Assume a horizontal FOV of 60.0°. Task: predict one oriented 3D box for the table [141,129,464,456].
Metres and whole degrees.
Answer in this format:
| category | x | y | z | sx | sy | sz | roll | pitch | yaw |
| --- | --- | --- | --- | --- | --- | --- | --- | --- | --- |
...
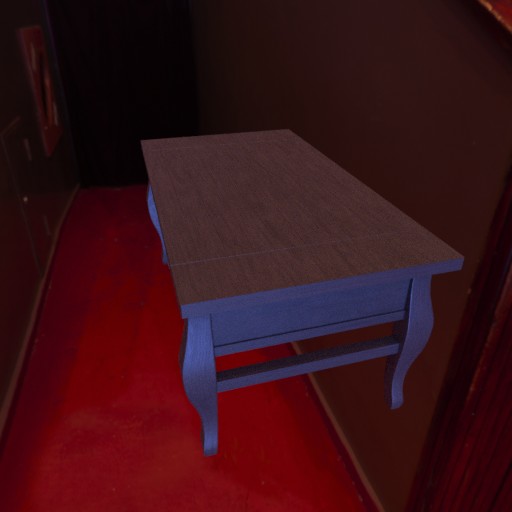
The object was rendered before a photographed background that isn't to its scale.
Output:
| category | x | y | z | sx | sy | sz | roll | pitch | yaw |
| --- | --- | --- | --- | --- | --- | --- | --- | --- | --- |
| table | 0.000 | 0.000 | 1.403 | 0.600 | 0.494 | 1.062 | -8 | 31 | -14 |
